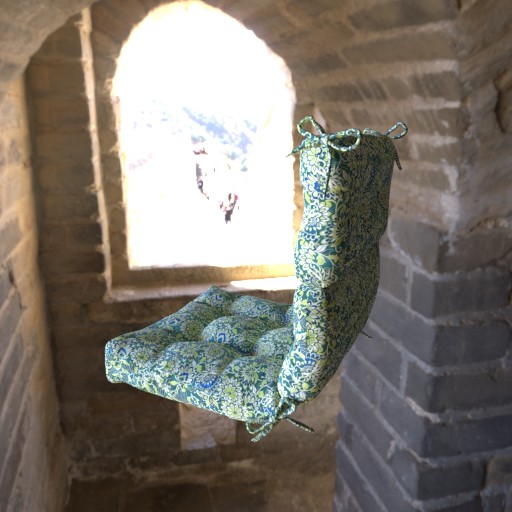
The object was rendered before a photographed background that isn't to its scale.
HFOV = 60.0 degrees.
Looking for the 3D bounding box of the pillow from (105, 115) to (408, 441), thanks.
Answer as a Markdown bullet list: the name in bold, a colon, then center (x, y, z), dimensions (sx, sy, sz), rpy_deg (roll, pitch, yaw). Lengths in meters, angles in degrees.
- **pillow**: center (0.000, 0.000, 1.032), dimensions (0.571, 0.605, 0.519), rpy_deg (8, 17, 26)
